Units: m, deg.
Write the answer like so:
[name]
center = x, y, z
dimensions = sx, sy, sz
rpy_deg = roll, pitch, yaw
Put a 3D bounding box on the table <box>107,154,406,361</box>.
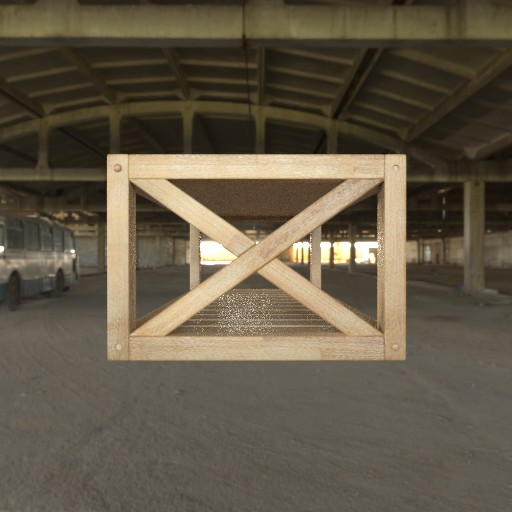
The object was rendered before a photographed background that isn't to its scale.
[table]
center = 0.000, 0.000, 1.630
dimensions = 0.660, 0.457, 1.321
rpy_deg = 0, 0, 0
